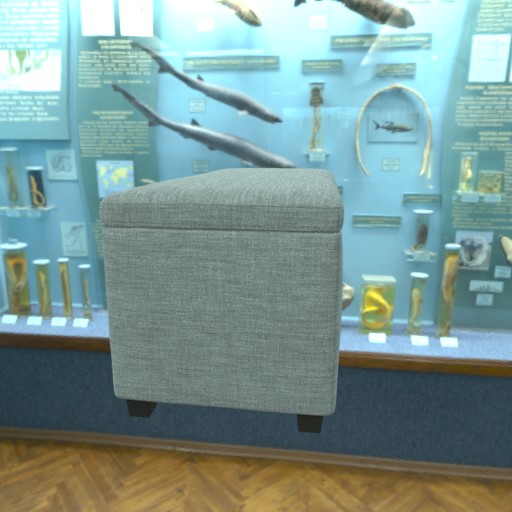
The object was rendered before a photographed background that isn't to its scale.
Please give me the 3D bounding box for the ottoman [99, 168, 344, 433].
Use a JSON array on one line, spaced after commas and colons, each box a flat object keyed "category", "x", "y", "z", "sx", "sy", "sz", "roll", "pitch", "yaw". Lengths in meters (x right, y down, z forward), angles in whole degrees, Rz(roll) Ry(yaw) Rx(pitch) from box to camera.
[{"category": "ottoman", "x": 0.000, "y": 0.000, "z": 1.161, "sx": 0.419, "sy": 0.432, "sz": 0.902, "roll": 2, "pitch": 14, "yaw": 8}]
